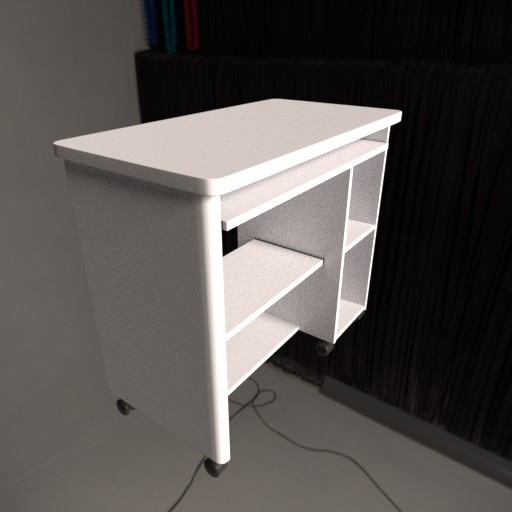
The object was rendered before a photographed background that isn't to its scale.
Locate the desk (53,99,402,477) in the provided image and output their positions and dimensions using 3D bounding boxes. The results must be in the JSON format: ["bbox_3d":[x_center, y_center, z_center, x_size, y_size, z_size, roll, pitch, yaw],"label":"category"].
[{"bbox_3d":[0.000,0.000,1.314,0.475,0.763,0.877,18,32,32],"label":"desk"}]
